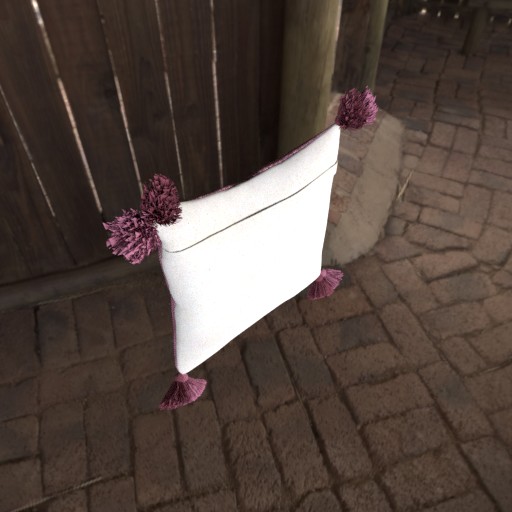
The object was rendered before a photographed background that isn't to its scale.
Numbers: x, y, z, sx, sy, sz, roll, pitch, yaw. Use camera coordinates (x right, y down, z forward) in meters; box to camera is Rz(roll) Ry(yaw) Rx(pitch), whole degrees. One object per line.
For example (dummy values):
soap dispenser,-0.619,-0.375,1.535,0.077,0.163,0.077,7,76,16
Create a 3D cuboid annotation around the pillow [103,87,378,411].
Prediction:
pillow,0.000,0.000,0.991,0.641,0.659,0.138,-32,53,-28
